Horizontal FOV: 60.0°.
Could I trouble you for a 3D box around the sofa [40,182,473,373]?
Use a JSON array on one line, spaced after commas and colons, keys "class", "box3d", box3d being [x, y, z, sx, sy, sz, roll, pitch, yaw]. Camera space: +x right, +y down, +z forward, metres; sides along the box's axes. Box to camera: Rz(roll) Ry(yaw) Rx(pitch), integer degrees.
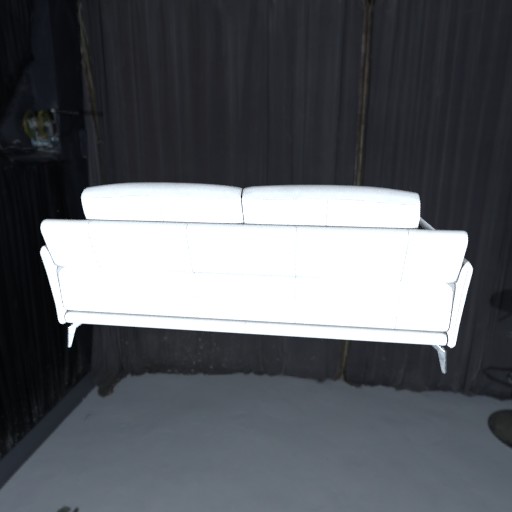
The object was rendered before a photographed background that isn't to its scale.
[{"class": "sofa", "box3d": [0.000, 0.000, 2.605, 2.101, 0.930, 1.049, 2, 16, 8]}]
